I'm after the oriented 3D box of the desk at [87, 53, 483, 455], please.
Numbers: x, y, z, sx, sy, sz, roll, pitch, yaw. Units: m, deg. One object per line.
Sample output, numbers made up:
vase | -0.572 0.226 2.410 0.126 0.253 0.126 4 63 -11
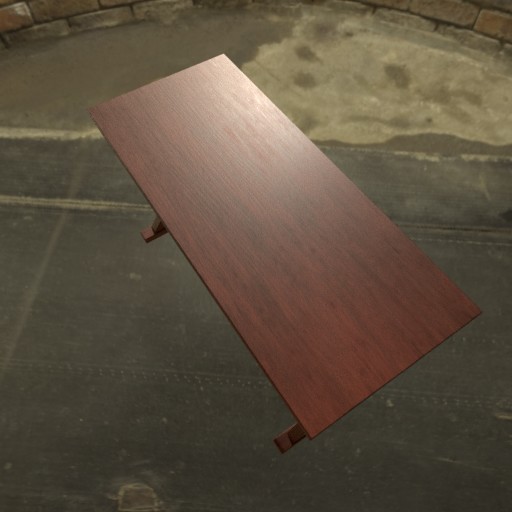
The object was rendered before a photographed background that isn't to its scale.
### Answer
desk | 0.000 0.000 1.759 0.600 0.761 1.372 -30 64 -16
